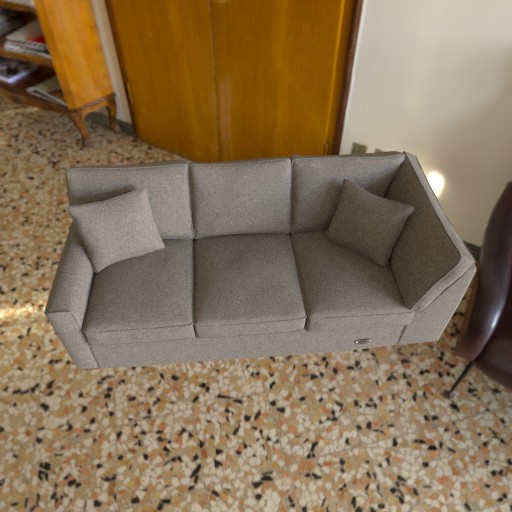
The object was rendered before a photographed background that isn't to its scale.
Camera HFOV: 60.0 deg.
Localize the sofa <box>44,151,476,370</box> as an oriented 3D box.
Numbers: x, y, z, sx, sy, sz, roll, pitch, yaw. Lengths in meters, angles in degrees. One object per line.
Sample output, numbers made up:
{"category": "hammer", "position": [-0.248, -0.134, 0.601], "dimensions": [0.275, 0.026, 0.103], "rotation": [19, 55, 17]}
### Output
{"category": "sofa", "position": [0.000, 0.000, 2.819], "dimensions": [2.317, 0.962, 1.061], "rotation": [-4, 47, -3]}
